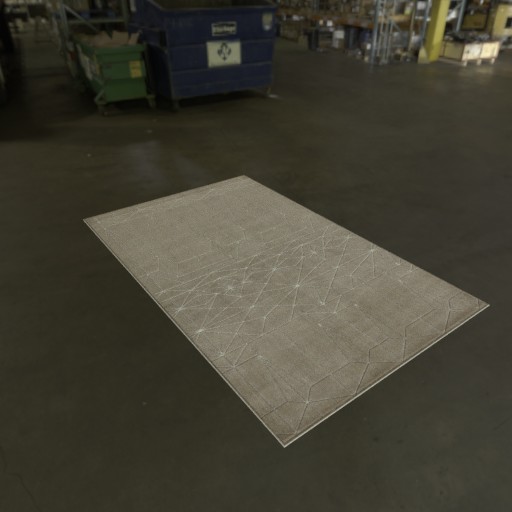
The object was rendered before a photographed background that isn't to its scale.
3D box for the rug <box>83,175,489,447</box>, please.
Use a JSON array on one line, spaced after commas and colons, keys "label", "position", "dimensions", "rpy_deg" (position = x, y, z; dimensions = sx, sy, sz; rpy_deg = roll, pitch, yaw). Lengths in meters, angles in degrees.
[{"label": "rug", "position": [0.000, 0.000, 2.985], "dimensions": [1.524, 0.012, 2.438], "rpy_deg": [-22, 38, -30]}]
